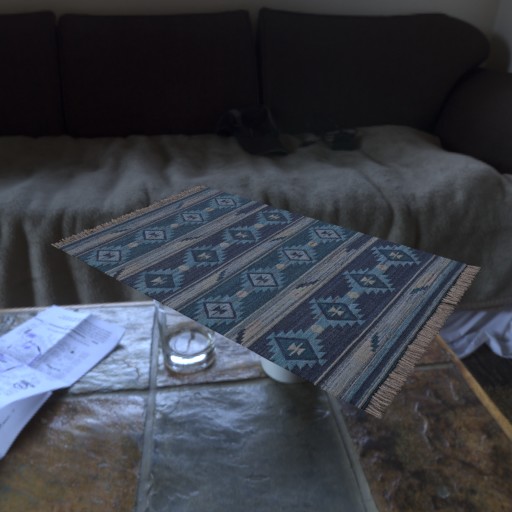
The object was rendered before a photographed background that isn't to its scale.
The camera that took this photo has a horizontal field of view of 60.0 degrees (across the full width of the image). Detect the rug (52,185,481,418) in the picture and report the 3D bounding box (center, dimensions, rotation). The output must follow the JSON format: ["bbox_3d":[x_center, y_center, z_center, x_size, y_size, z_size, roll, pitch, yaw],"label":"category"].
[{"bbox_3d":[0.000,0.000,2.316,1.936,0.028,1.181,21,35,33],"label":"rug"}]
